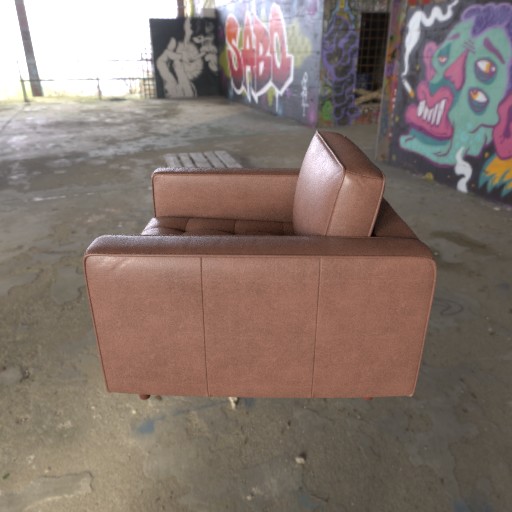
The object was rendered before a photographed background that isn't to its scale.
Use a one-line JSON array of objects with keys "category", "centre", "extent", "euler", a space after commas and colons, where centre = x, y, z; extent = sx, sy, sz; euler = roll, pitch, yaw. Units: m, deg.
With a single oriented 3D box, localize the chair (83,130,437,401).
[{"category": "chair", "centre": [0.000, 0.000, 1.535], "extent": [0.900, 0.770, 0.920], "euler": [0, 25, 0]}]
